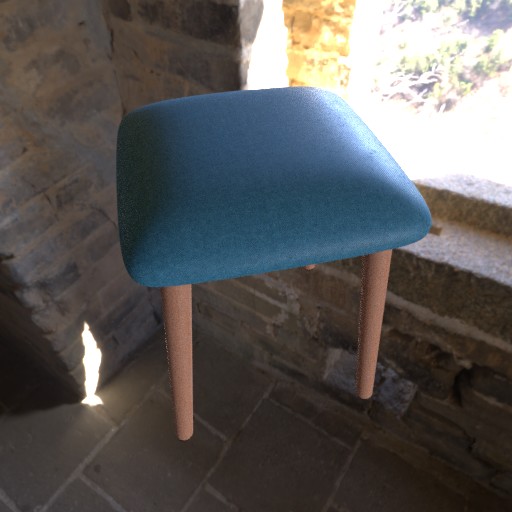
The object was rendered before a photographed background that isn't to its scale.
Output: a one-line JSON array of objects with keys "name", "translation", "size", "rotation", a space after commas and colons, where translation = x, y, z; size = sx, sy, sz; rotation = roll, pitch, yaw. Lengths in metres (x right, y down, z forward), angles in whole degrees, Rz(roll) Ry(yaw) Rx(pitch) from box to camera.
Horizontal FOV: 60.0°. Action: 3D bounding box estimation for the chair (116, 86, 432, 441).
[{"name": "chair", "translation": [0.000, 0.000, 0.706], "size": [0.360, 0.450, 0.360], "rotation": [-9, 46, -9]}]
